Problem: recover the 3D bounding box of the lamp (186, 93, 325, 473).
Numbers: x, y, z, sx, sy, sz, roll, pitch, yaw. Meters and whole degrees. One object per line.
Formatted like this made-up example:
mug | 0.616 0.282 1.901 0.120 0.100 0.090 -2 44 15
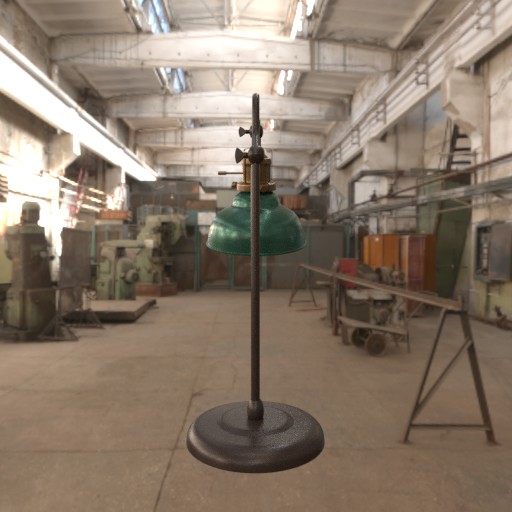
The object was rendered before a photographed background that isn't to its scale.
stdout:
lamp | 0.000 0.000 0.707 0.192 0.508 0.374 0 1 0
